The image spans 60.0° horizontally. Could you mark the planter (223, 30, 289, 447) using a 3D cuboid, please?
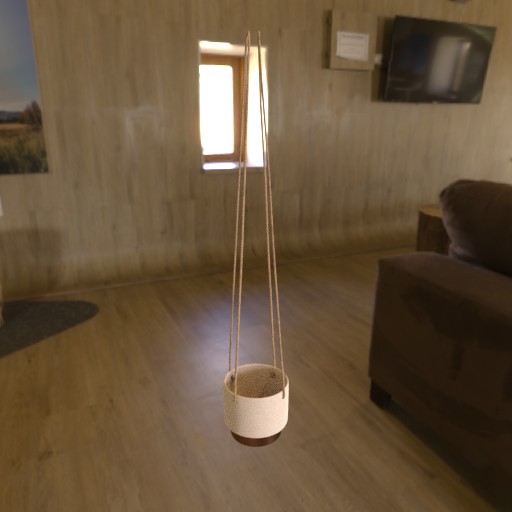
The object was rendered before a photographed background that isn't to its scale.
[{"bbox_3d":[0.000,0.000,0.911,0.146,0.841,0.146,-2,16,-8],"label":"planter"}]
